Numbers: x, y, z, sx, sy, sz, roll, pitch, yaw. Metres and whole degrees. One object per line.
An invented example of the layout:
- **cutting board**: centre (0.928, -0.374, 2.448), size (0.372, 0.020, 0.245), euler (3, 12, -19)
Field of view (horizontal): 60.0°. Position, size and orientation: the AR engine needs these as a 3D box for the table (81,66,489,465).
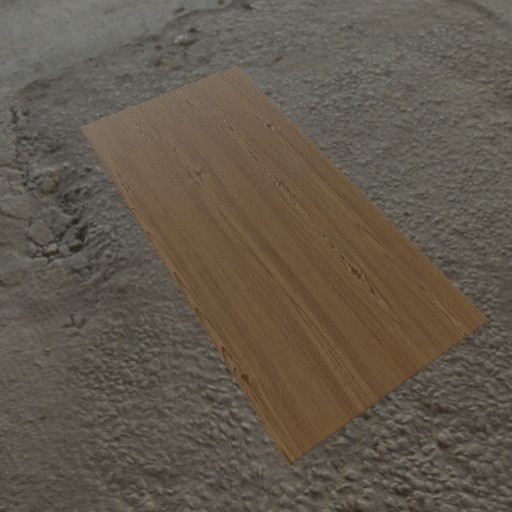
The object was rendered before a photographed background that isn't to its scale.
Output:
- **table**: centre (0.000, 0.000, 2.232), size (0.901, 0.750, 1.797), euler (-29, 63, -16)
